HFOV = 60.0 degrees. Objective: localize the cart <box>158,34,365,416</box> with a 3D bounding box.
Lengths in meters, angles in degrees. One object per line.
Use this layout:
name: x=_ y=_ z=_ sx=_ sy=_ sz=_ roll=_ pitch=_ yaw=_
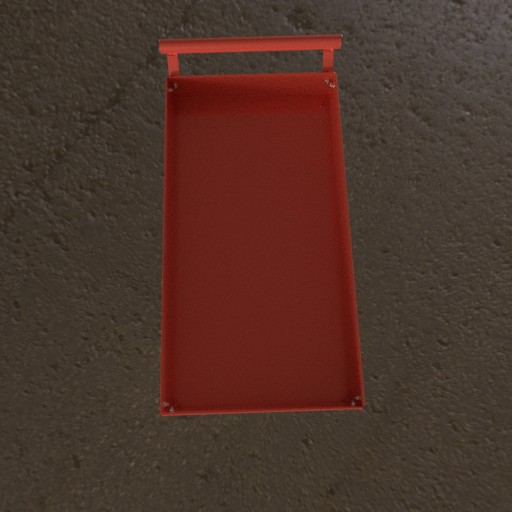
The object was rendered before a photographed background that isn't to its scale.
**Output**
cart: x=0.000 y=0.000 z=1.174 sx=0.366 sy=0.780 sz=0.719 roll=-2 pitch=76 yaw=0
